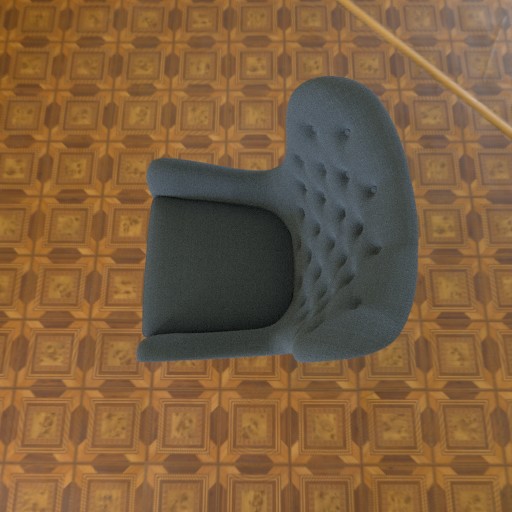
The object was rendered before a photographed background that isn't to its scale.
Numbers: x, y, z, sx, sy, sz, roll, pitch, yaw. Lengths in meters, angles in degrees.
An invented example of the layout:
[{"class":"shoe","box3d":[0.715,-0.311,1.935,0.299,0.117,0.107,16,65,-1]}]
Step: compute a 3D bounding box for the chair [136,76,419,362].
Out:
[{"class":"chair","box3d":[0.000,0.000,1.714,0.930,1.079,0.831,0,75,0]}]
